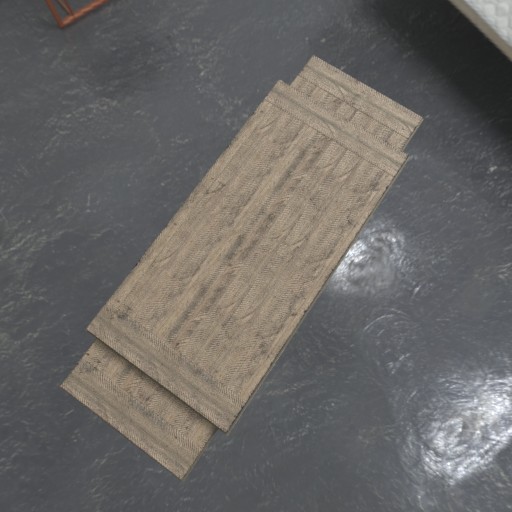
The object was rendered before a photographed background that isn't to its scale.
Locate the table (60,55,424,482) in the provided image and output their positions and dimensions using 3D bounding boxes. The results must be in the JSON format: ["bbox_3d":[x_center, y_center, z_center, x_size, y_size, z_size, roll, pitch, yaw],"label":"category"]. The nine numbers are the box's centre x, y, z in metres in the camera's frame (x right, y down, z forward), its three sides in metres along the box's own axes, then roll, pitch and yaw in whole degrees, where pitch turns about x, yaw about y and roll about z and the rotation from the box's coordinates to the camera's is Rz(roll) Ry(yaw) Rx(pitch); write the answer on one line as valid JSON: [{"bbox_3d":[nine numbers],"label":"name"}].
[{"bbox_3d":[0.000,0.000,1.500,0.489,0.427,1.312,34,78,8],"label":"table"}]
